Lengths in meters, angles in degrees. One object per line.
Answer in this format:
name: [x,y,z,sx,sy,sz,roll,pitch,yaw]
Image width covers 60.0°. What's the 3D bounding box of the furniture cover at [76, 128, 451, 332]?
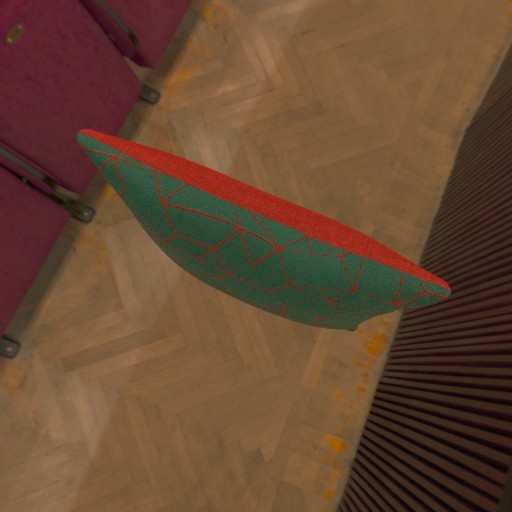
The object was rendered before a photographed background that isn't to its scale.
furniture cover: [0.000,0.000,0.801,0.517,0.508,0.158,24,77,6]
